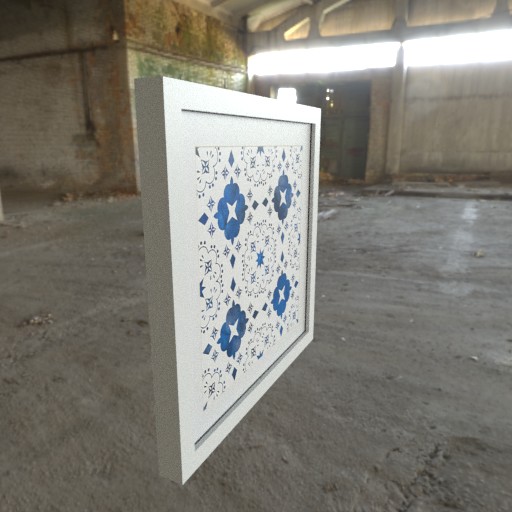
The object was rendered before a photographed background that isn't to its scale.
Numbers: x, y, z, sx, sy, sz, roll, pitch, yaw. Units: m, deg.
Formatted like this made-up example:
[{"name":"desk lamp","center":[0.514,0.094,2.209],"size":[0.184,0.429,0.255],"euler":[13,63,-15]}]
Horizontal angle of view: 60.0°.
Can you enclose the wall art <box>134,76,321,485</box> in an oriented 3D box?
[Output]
[{"name":"wall art","center":[0.000,0.000,0.527],"size":[0.027,0.355,0.355],"euler":[7,16,26]}]
